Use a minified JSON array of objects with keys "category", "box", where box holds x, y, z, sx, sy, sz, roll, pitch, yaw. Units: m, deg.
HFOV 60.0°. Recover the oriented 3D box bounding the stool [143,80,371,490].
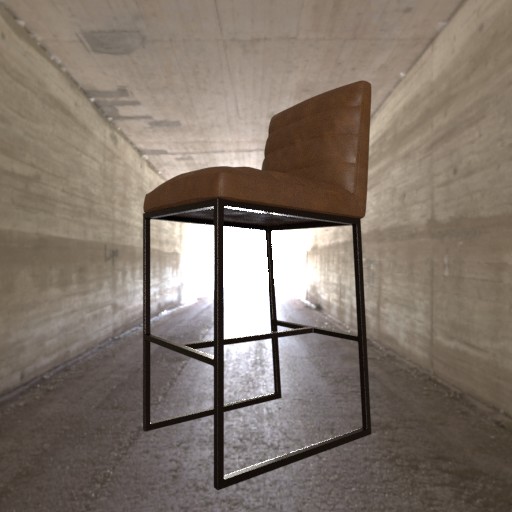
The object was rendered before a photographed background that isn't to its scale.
[{"category":"stool","box":[0.000,0.000,1.342,0.562,1.065,0.463,0,0,-36]}]
